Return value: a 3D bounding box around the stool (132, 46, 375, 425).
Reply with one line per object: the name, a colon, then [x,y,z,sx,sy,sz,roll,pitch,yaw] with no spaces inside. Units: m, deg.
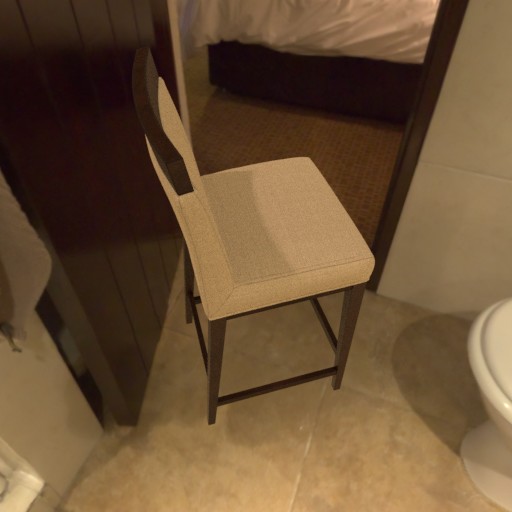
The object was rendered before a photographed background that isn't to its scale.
stool: [0.000,0.000,1.372,0.531,1.117,0.511,-12,47,-11]
